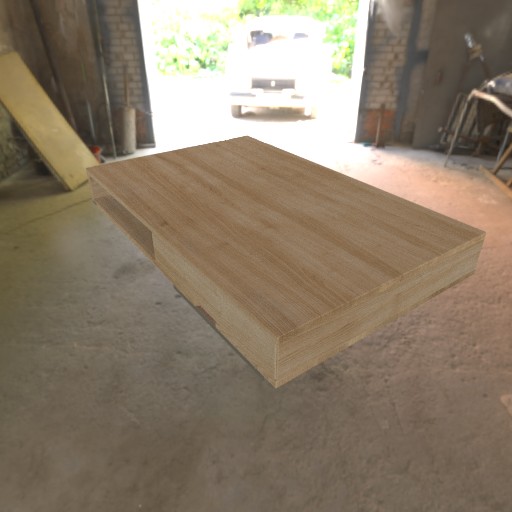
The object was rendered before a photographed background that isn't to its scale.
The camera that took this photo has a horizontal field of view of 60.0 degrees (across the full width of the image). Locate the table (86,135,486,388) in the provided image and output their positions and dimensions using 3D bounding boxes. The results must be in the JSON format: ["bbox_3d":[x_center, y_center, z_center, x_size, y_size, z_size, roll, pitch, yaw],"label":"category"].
[{"bbox_3d":[0.000,0.000,1.484,0.700,0.440,1.100,-21,37,-30],"label":"table"}]
